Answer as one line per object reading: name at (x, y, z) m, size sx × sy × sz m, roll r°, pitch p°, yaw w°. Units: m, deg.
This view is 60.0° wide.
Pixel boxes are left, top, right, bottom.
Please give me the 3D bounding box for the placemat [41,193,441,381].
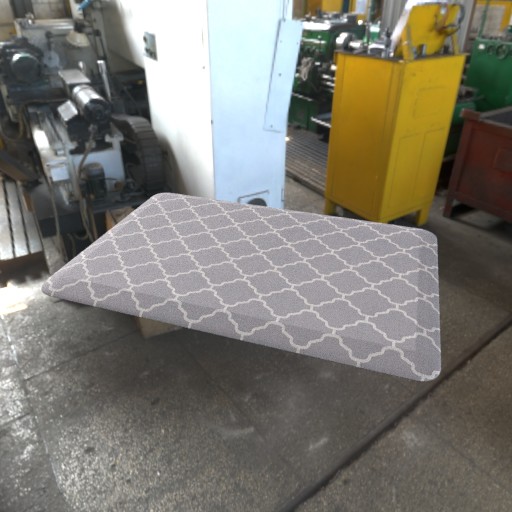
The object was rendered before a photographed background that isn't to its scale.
placemat at (0.000, 0.000, 0.975) m, size 0.762 × 0.021 × 0.508 m, roll 10°, pitch 33°, yaw 15°
